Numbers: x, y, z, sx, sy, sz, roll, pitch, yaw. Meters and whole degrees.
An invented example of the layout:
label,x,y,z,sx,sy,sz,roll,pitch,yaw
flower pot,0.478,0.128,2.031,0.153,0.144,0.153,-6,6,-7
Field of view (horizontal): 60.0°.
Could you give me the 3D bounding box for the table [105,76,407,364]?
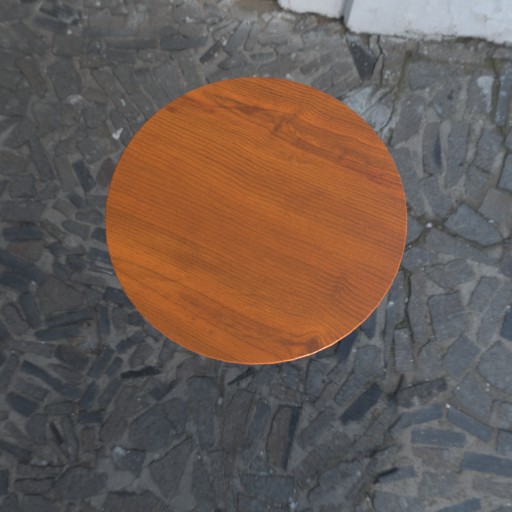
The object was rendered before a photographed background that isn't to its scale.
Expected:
label,x,y,z,sx,sy,sz,roll,pitch,yaw
table,0.000,0.000,0.966,0.457,0.610,0.457,0,76,0
